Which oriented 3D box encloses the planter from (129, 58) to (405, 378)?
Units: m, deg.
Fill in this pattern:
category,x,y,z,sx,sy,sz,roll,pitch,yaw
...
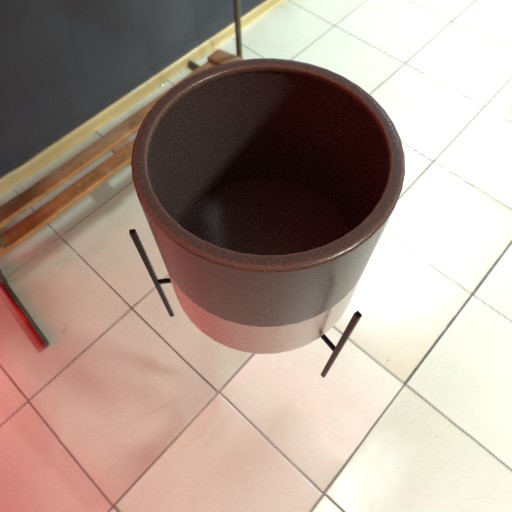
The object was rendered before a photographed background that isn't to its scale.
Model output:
category,x,y,z,sx,sy,sz,roll,pitch,yaw
planter,0.000,0.000,0.527,0.260,0.353,0.250,-13,63,-7
